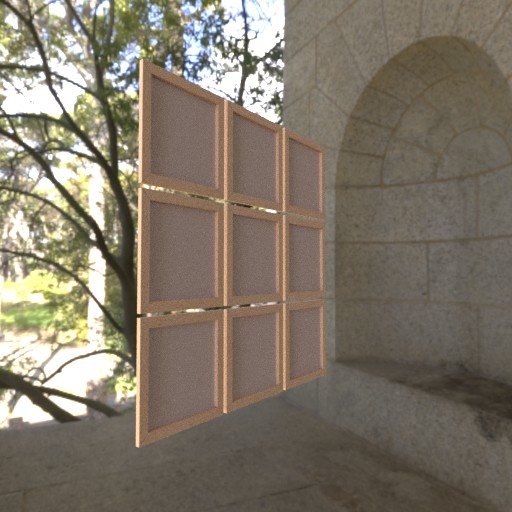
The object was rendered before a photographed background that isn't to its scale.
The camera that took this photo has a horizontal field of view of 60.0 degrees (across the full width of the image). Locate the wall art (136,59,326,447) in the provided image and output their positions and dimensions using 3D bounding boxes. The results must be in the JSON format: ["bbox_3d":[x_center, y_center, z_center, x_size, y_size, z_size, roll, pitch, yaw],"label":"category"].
[{"bbox_3d":[0.000,0.000,1.866,0.016,1.207,1.217,-2,-3,37],"label":"wall art"}]
